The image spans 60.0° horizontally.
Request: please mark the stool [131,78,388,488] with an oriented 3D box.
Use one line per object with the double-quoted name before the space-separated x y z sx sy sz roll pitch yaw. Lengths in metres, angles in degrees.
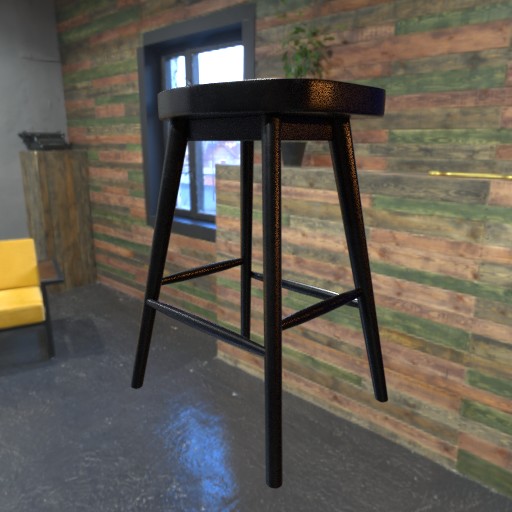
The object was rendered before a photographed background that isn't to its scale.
"stool" 0.000 0.000 0.884 0.440 0.615 0.361 14 20 43
